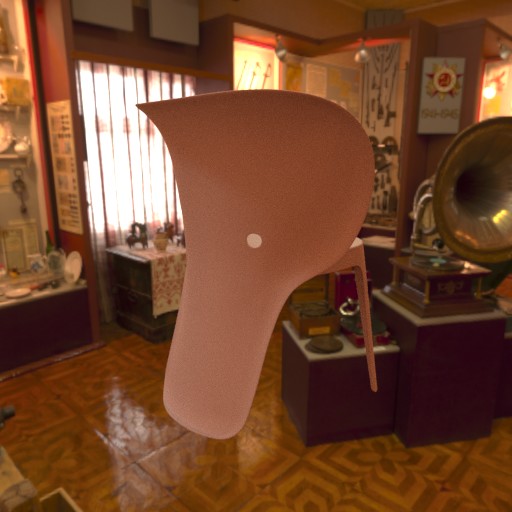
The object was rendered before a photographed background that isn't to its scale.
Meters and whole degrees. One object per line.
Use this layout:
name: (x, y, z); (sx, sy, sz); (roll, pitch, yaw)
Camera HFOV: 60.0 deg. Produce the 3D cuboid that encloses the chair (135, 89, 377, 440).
chair: (0.000, 0.000, 0.857); (0.402, 0.554, 0.451); (-13, 18, -43)
